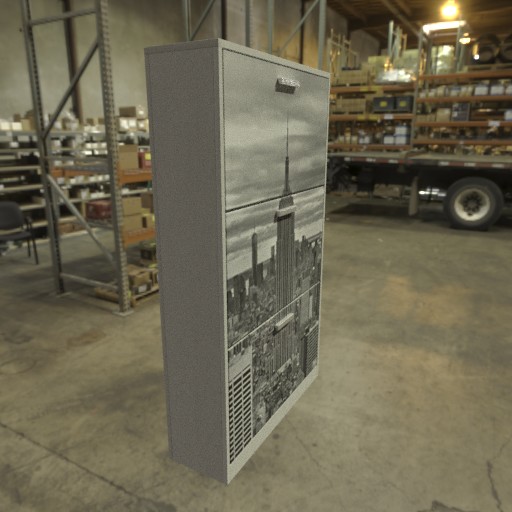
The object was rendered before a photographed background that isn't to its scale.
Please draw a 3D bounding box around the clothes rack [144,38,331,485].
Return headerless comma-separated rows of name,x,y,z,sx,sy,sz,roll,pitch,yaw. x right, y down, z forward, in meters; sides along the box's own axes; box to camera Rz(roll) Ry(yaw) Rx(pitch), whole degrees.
clothes rack,0.000,0.000,1.585,0.250,1.280,0.750,9,18,29
